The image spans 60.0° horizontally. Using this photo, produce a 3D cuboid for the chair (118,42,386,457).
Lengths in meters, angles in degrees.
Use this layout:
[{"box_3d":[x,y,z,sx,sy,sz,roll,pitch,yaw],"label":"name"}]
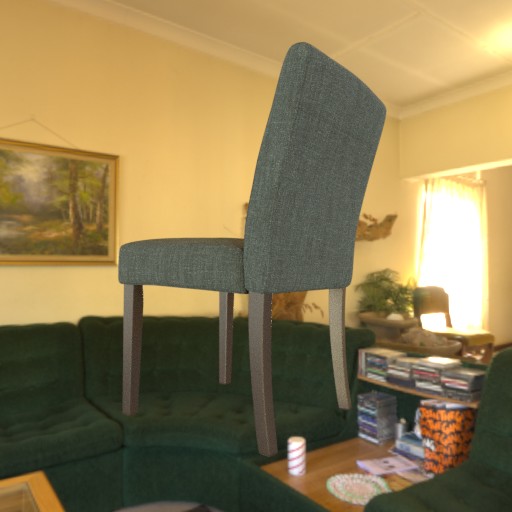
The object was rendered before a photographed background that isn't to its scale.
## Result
[{"box_3d":[0.000,0.000,1.244,0.629,0.884,0.487,-1,-2,37],"label":"chair"}]
